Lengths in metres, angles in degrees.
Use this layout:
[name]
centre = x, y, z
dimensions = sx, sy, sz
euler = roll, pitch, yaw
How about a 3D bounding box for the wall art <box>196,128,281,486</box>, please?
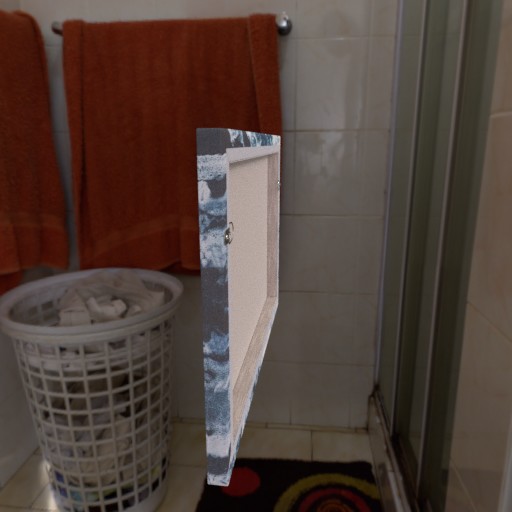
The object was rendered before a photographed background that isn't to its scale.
[wall art]
centre = 0.000, 0.000, 1.147
dimensions = 0.042, 0.610, 0.915
euler = 2, 15, 8
